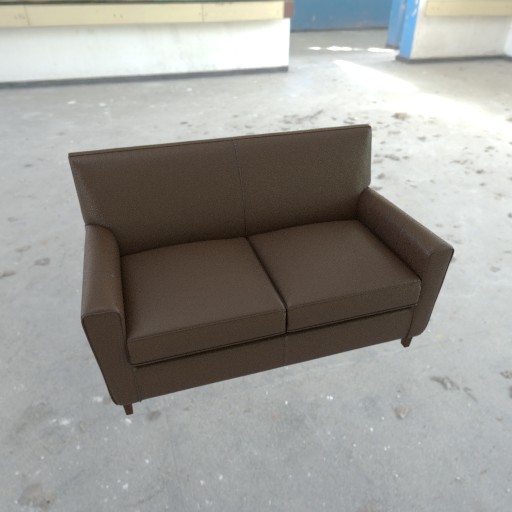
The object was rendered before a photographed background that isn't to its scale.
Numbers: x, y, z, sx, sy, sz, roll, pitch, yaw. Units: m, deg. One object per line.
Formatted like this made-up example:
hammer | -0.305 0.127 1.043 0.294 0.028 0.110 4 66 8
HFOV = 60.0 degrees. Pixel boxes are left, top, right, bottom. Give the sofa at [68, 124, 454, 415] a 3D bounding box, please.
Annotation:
sofa | 0.000 0.000 2.026 1.468 0.859 0.853 -10 34 -14
